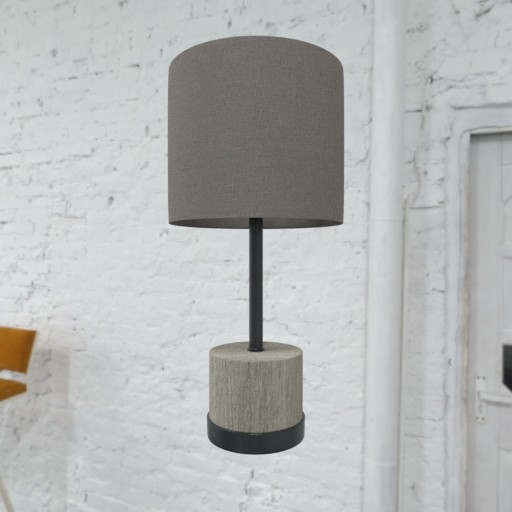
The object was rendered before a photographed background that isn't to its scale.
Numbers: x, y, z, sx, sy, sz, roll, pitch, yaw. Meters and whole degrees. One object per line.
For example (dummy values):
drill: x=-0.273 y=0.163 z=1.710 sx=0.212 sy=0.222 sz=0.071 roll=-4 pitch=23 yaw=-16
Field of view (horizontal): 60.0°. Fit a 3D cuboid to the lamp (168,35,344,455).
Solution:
lamp: x=0.000 y=0.000 z=0.586 sx=0.229 sy=0.470 sz=0.229 roll=0 pitch=0 yaw=2
